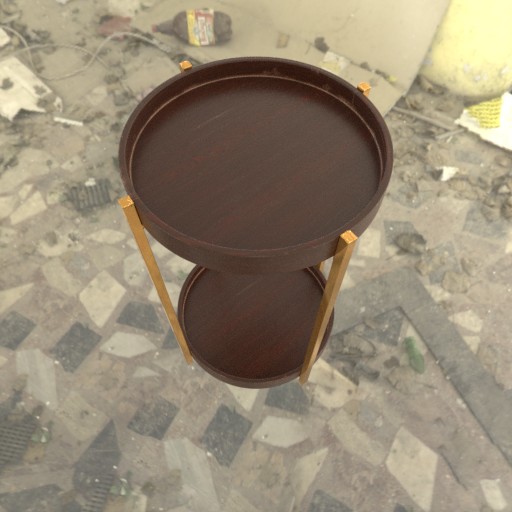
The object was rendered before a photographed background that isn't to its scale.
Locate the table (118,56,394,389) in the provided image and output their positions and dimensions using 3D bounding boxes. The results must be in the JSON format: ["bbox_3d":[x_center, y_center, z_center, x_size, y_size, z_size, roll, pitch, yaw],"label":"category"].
[{"bbox_3d":[0.000,0.000,0.858,0.400,0.610,0.400,-30,63,-17],"label":"table"}]
